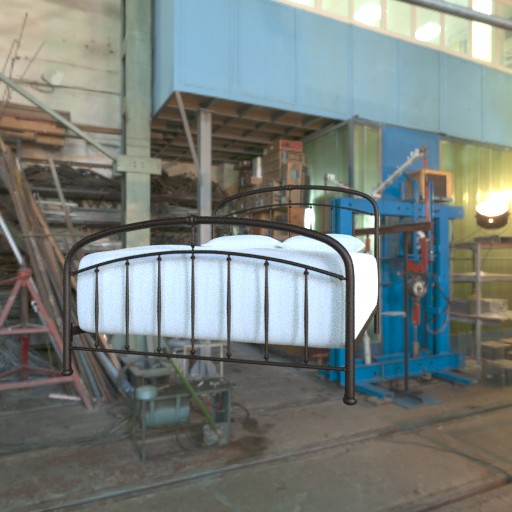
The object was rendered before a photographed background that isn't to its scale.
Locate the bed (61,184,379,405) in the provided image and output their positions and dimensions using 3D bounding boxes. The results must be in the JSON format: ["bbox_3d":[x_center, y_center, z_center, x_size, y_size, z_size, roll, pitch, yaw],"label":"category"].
[{"bbox_3d":[0.000,0.000,3.361,1.711,1.425,2.180,0,0,19],"label":"bed"}]
